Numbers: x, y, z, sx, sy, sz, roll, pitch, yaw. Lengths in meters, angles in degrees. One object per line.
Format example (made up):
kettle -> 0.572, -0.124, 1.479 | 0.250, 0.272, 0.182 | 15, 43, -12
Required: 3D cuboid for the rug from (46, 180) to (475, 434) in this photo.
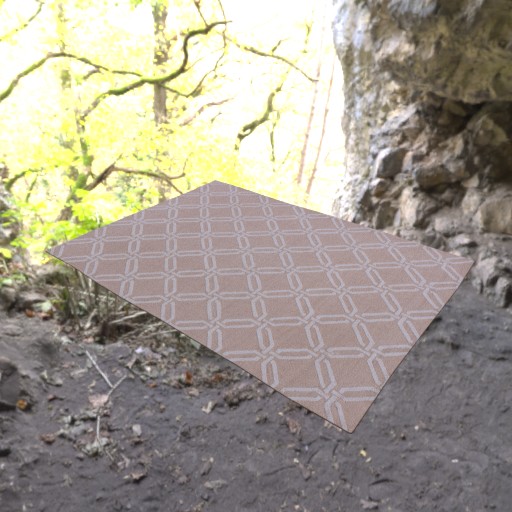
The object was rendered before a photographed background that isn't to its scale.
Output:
rug -> 0.000, 0.000, 4.244 | 3.365, 0.020, 2.452 | 22, 37, 32
